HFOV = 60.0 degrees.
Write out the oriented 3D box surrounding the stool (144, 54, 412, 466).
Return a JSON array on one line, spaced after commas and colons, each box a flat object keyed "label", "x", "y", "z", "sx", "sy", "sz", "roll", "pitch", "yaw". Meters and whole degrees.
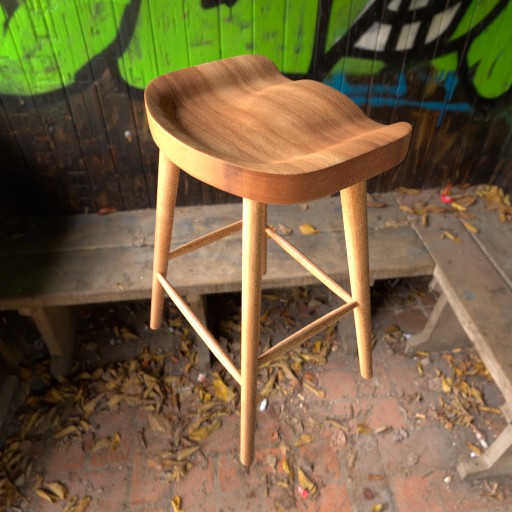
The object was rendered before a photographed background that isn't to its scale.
[{"label": "stool", "x": 0.000, "y": 0.000, "z": 0.873, "sx": 0.361, "sy": 0.615, "sz": 0.440, "roll": -25, "pitch": 48, "yaw": -25}]
